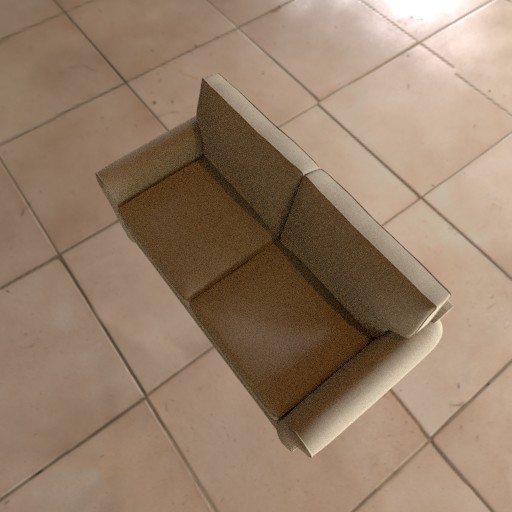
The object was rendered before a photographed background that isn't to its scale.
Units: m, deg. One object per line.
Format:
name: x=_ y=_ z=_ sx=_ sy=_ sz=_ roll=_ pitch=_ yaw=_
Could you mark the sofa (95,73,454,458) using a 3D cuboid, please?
sofa: x=0.000 y=0.000 z=2.271 sx=0.861 sy=0.933 sz=1.774 roll=-35 pitch=68 yaw=-16
